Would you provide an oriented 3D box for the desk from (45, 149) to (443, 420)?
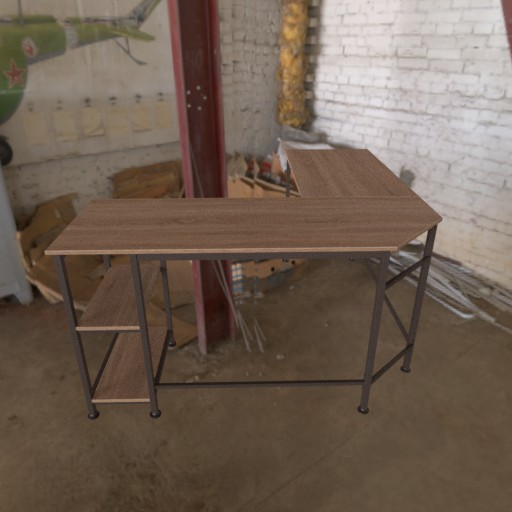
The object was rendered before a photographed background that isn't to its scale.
[{"bbox_3d":[0.000,0.000,2.205,1.379,0.739,1.379,-1,26,-1],"label":"desk"}]
